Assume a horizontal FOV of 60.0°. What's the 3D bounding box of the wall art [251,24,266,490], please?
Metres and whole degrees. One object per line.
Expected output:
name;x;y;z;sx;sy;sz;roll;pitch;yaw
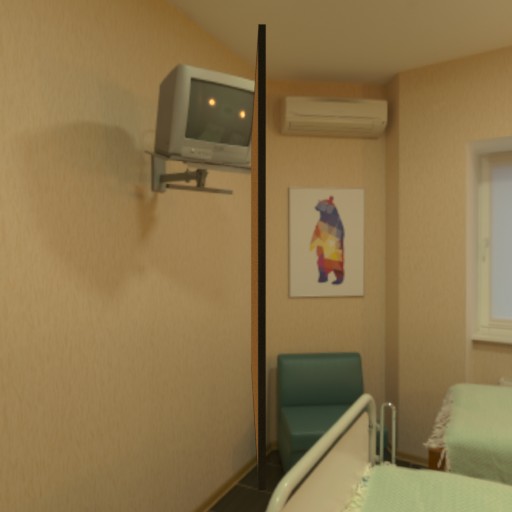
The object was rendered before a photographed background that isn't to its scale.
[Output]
wall art;0.000;0.000;1.195;0.013;0.823;0.823;0;1;-2
